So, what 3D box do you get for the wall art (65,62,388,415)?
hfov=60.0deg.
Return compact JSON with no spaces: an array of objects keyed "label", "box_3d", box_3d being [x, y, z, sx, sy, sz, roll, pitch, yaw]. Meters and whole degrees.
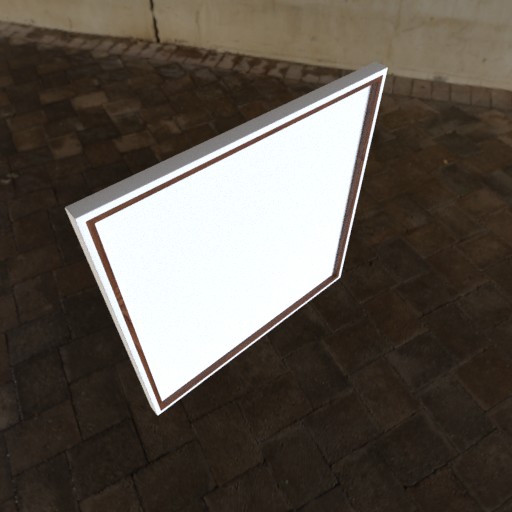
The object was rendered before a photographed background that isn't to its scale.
[{"label":"wall art","box_3d":[0.000,0.000,1.503,1.009,1.009,0.049,-33,56,-26]}]
